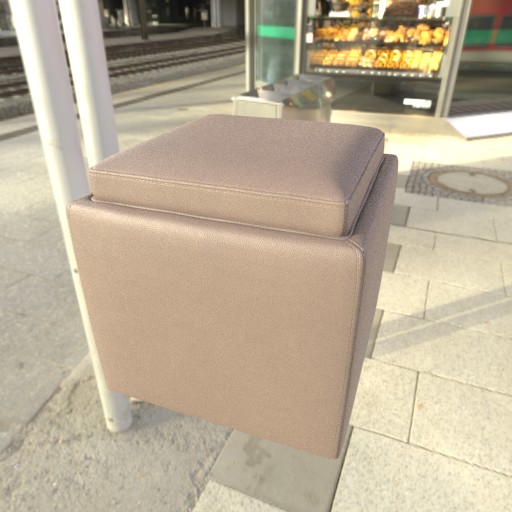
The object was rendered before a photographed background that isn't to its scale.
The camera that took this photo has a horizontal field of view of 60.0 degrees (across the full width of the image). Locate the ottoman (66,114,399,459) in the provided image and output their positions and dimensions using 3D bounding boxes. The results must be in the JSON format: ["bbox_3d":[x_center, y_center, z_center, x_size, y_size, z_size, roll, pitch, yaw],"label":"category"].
[{"bbox_3d":[0.000,0.000,0.830,0.450,0.460,0.451,10,30,18],"label":"ottoman"}]
